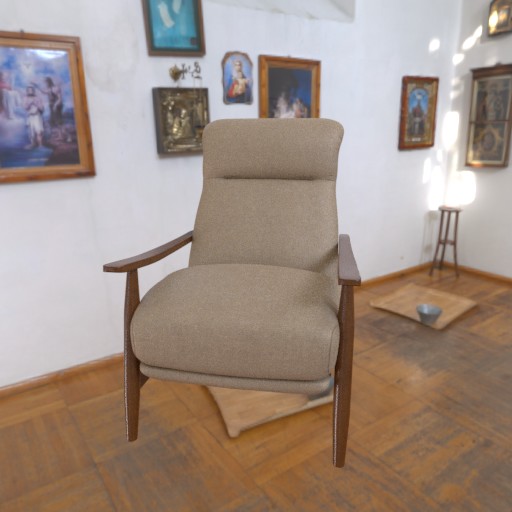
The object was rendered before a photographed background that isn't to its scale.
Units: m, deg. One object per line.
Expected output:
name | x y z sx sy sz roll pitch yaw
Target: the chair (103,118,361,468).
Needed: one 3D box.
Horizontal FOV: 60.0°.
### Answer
chair | 0.000 0.000 1.772 0.762 1.082 1.030 3 16 10
